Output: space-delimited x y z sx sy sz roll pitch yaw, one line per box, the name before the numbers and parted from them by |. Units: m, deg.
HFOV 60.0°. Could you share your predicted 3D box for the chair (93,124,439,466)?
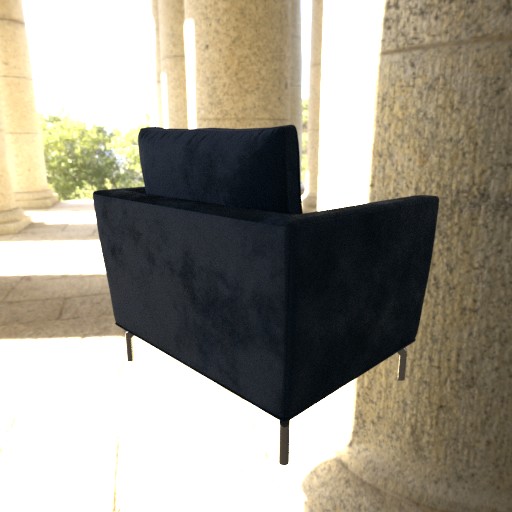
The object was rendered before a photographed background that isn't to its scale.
chair | 0.000 0.000 1.580 0.746 0.893 0.977 -14 20 -43
